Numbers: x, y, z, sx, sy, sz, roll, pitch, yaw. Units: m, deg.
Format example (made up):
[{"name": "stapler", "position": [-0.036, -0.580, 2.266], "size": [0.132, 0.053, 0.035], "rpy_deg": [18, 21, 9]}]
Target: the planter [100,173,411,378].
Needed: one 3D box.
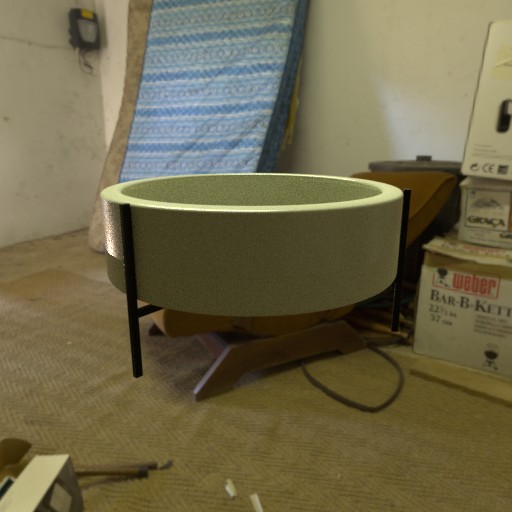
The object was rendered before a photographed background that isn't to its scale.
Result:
[{"name": "planter", "position": [0.000, 0.000, 0.536], "size": [0.345, 0.171, 0.336], "rpy_deg": [3, 16, 10]}]
